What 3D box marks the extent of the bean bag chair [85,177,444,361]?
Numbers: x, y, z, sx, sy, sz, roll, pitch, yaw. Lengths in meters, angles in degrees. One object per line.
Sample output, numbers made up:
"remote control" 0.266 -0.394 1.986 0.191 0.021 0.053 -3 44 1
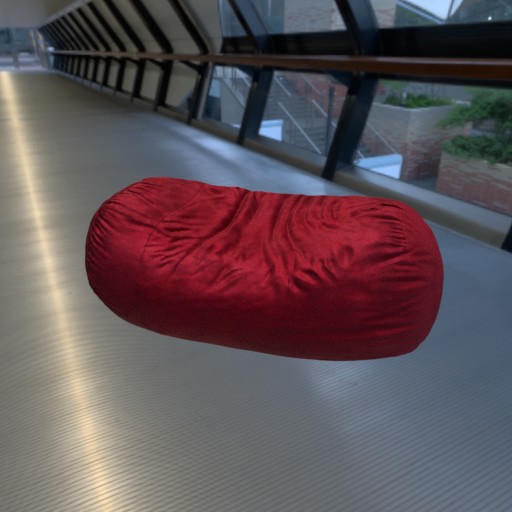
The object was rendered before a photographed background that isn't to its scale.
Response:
"bean bag chair" 0.000 0.000 2.904 2.293 0.867 1.216 7 27 15
